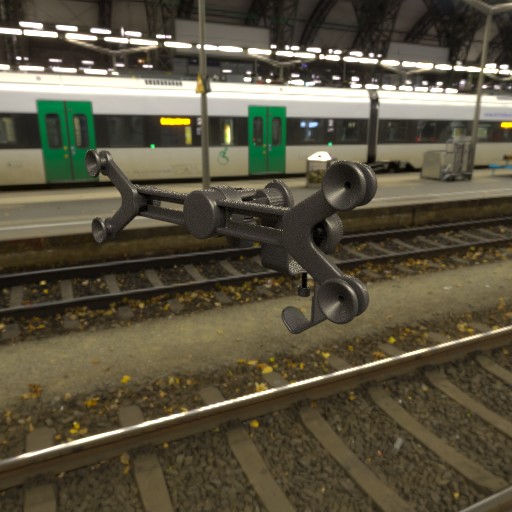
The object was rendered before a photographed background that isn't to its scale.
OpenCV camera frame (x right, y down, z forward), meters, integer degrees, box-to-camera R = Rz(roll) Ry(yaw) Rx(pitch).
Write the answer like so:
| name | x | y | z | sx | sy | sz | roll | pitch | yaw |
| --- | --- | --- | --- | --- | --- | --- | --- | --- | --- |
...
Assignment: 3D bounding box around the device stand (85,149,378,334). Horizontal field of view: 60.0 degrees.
| name | x | y | z | sx | sy | sz | roll | pitch | yaw |
| --- | --- | --- | --- | --- | --- | --- | --- | --- | --- |
| device stand | 0.000 | 0.000 | 0.357 | 0.270 | 0.166 | 0.142 | 14 | 21 | 42 |
